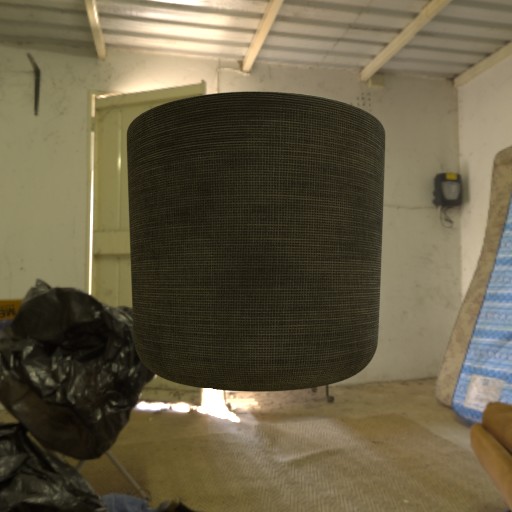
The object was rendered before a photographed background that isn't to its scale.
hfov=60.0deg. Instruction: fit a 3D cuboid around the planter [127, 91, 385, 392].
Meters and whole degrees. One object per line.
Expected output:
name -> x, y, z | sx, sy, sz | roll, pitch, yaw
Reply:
planter -> 0.000, 0.000, 0.774 | 0.440, 0.398, 0.440 | 0, -3, 0
